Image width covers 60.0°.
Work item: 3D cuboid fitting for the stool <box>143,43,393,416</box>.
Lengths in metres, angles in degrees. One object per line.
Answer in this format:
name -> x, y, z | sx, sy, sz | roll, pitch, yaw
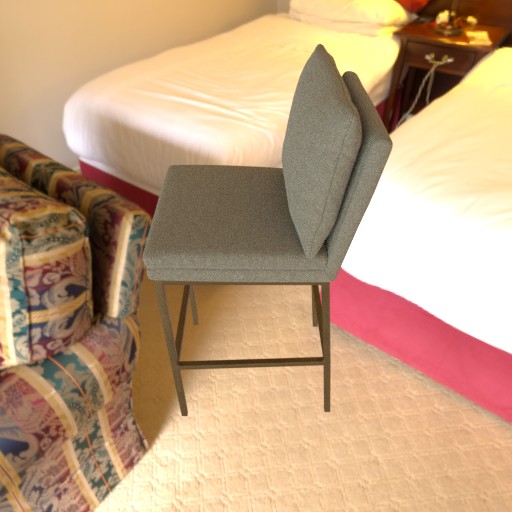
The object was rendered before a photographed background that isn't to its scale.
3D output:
stool -> 0.000, 0.000, 1.389 | 0.569, 1.132, 0.463 | 0, 41, 0
